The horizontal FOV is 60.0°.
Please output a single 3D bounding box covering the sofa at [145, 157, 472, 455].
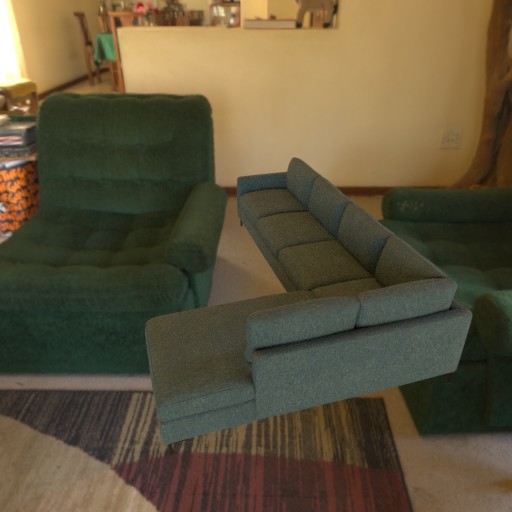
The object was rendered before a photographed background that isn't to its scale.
[{"bbox_3d":[0.000,0.000,3.836,2.007,0.815,2.949,-8,31,-14],"label":"sofa"}]
